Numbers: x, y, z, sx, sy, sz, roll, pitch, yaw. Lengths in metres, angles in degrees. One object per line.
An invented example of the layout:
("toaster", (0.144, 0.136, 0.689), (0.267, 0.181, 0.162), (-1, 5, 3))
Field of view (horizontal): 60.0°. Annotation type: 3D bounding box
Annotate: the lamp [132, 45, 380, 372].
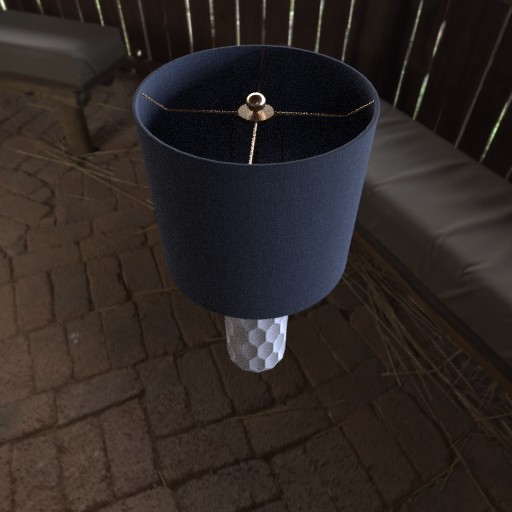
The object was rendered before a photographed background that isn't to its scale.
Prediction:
("lamp", (0.000, 0.000, 0.698), (0.277, 0.537, 0.277), (34, 55, 27))
